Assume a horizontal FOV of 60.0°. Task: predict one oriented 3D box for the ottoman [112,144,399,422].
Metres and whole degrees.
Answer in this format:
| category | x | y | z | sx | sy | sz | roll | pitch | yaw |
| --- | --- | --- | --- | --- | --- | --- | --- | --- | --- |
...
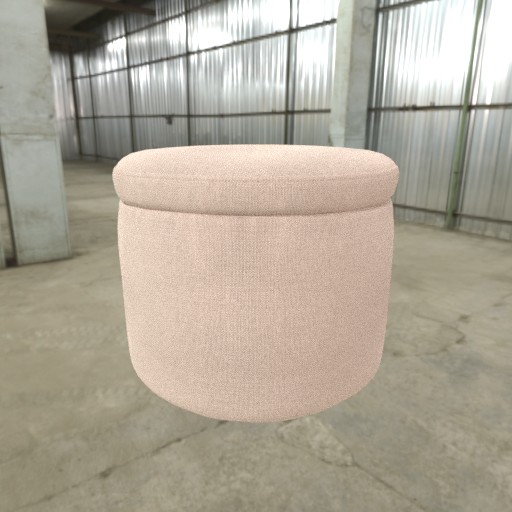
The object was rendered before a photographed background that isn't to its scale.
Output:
| category | x | y | z | sx | sy | sz | roll | pitch | yaw |
| --- | --- | --- | --- | --- | --- | --- | --- | --- | --- |
| ottoman | 0.000 | 0.000 | 0.847 | 0.497 | 0.409 | 0.497 | 0 | 16 | 0 |
